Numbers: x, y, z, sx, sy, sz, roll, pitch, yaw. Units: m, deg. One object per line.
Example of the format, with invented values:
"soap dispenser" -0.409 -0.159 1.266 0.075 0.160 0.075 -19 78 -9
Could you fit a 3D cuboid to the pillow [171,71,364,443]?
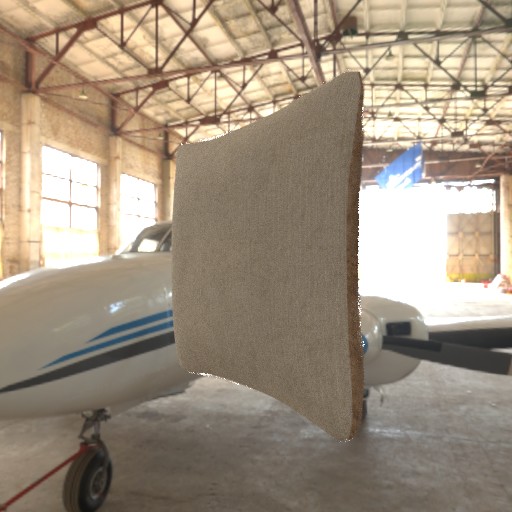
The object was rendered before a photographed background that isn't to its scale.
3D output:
"pillow" 0.000 0.000 0.829 0.216 0.525 0.538 1 -1 -37
